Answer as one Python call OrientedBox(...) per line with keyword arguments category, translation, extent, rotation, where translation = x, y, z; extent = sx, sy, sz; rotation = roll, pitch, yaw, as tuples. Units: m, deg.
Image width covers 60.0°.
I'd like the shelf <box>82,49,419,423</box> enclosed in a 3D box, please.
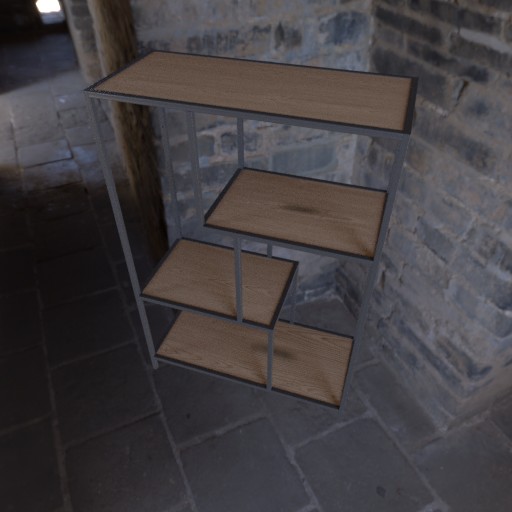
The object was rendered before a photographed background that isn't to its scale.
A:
OrientedBox(category="shelf", translation=(0.000, 0.000, 1.479), extent=(0.770, 1.138, 0.350), rotation=(12, 42, 14))
